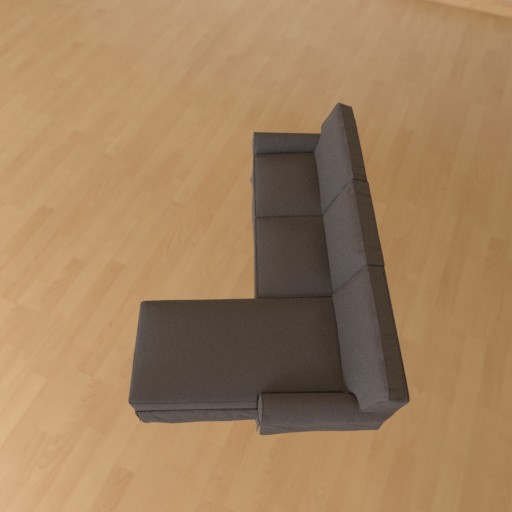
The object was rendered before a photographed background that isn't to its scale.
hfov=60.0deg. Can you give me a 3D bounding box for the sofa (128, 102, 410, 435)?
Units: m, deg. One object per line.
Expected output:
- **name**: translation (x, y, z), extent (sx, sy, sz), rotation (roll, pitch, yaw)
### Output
- **sofa**: translation (0.000, 0.000, 3.401), extent (1.733, 0.978, 2.475), rotation (-1, 59, -1)
